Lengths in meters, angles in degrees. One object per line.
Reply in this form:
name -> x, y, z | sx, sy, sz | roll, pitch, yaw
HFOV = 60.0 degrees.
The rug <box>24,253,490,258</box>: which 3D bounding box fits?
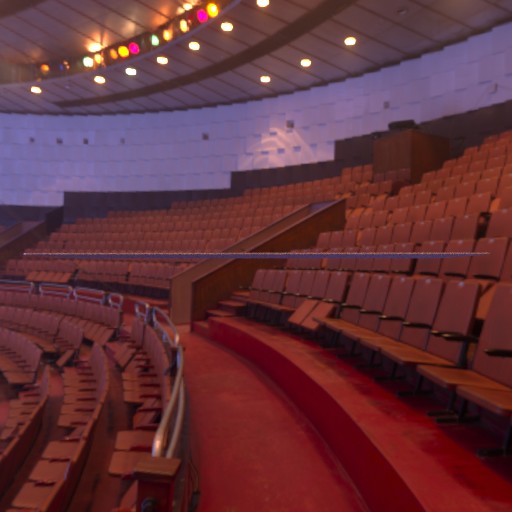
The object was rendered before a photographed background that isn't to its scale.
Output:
rug -> 0.000, 0.000, 2.490 | 2.277, 0.008, 0.676 | 0, -2, 1
